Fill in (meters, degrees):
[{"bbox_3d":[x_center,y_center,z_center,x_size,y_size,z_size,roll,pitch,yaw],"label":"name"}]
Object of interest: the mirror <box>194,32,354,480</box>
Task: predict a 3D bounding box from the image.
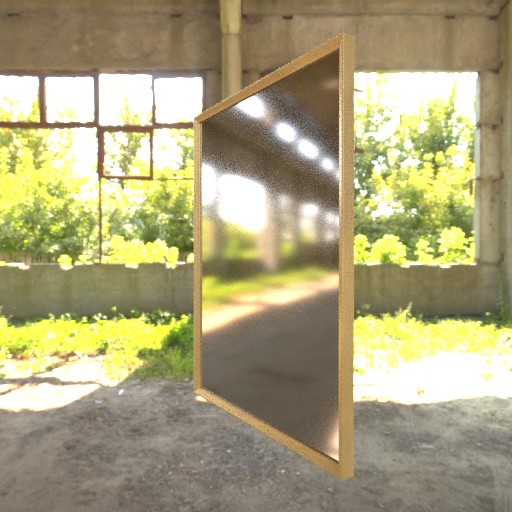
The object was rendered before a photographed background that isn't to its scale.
[{"bbox_3d":[0.000,0.000,1.330,0.041,1.016,0.762,0,1,-34],"label":"mirror"}]
